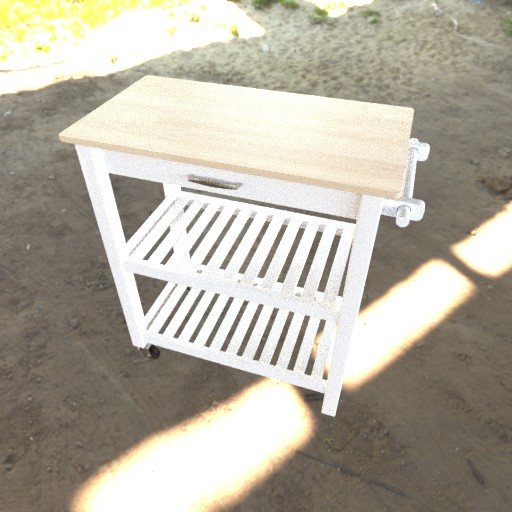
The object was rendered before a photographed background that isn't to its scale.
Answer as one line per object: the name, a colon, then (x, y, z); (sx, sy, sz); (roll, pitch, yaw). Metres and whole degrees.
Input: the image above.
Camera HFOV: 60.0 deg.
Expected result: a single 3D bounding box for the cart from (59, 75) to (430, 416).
cart: (0.000, 0.000, 1.466); (0.899, 0.927, 0.457); (12, 43, 14)
